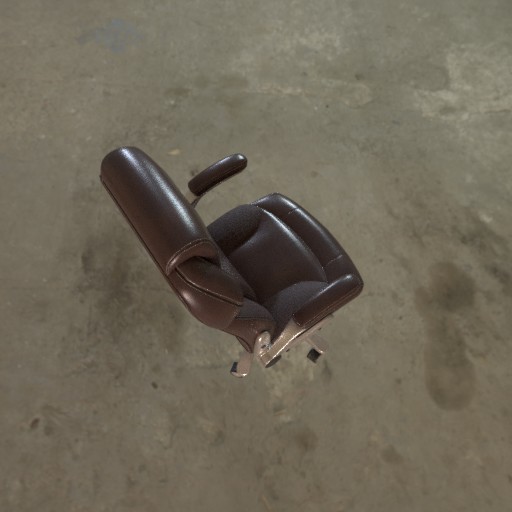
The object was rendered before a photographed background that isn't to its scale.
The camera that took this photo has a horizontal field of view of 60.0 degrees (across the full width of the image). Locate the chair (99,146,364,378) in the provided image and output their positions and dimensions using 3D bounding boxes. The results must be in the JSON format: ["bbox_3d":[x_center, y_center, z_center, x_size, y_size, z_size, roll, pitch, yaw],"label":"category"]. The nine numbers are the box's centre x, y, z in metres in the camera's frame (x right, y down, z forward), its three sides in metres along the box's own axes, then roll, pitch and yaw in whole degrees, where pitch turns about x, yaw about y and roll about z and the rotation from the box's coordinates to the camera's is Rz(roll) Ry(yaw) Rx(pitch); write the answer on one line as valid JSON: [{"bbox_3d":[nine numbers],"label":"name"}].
[{"bbox_3d":[0.000,0.000,1.656,0.774,1.160,0.733,-30,63,-18],"label":"chair"}]
